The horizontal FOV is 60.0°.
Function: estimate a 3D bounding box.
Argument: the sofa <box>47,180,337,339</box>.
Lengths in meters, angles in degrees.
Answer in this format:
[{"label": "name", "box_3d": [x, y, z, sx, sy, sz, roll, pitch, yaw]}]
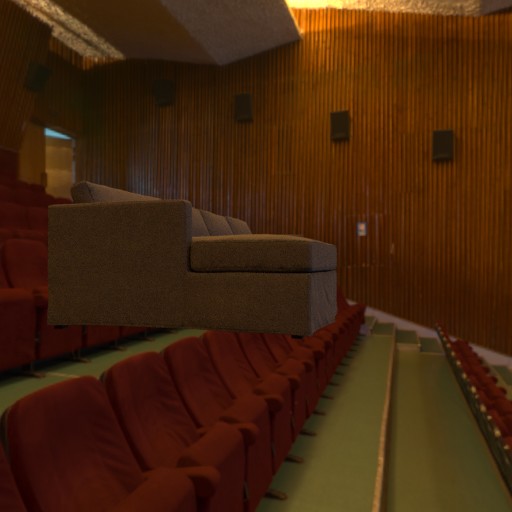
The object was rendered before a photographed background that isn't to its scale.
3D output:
[{"label": "sofa", "box_3d": [0.000, 0.000, 3.904, 1.650, 0.922, 3.205, 0, -1, 18]}]
